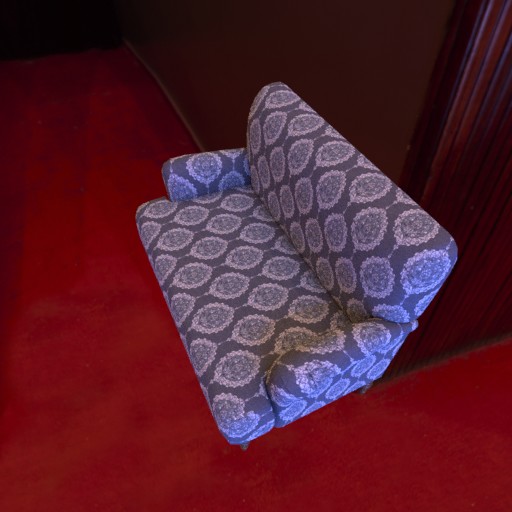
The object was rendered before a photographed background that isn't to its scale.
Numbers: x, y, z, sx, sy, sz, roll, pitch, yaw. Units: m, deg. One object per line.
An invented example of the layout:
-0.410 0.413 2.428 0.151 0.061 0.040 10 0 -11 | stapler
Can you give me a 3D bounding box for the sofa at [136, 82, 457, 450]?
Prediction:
0.000 0.000 1.825 0.779 0.867 1.297 -19 49 -17 | sofa
